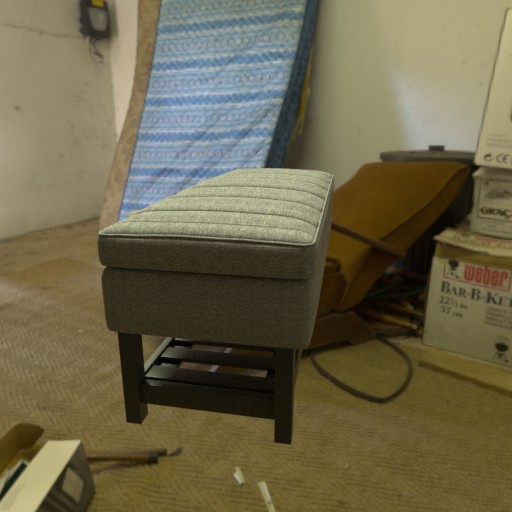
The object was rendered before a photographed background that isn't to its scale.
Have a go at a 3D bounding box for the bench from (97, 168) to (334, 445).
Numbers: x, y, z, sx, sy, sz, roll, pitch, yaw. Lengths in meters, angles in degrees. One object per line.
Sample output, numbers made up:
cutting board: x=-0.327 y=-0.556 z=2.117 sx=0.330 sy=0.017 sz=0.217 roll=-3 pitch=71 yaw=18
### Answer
bench: x=0.000 y=0.000 z=1.353 sx=0.429 sy=0.470 sz=1.100 roll=3 pitch=17 yaw=11
